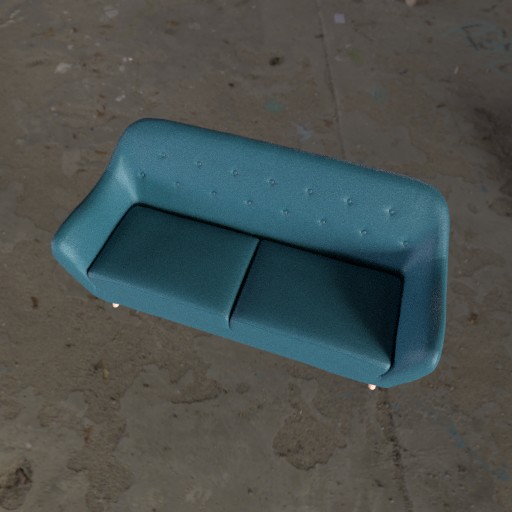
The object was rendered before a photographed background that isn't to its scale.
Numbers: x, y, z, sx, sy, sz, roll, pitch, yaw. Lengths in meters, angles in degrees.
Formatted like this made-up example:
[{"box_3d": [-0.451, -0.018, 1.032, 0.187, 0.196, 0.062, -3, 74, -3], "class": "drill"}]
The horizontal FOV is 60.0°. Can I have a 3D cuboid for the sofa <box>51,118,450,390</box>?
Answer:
[{"box_3d": [0.000, 0.000, 2.294, 1.840, 0.836, 0.820, 16, 58, 10], "class": "sofa"}]
